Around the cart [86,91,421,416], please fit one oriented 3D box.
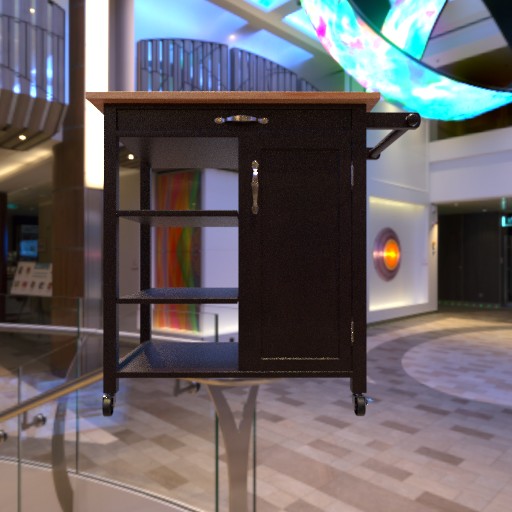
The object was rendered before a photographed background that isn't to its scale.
[{"bbox_3d":[0.000,0.000,1.422,0.914,0.878,0.472,0,0,0],"label":"cart"}]
